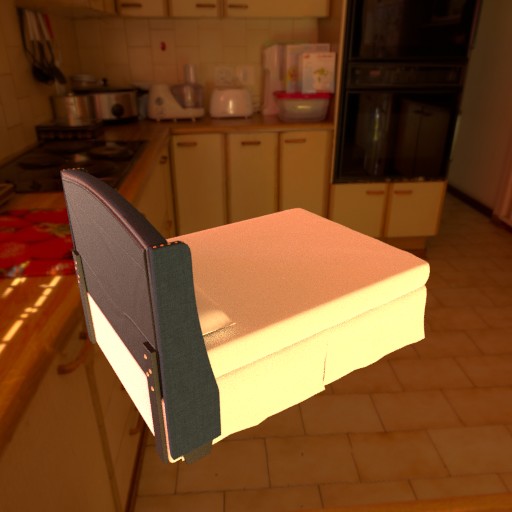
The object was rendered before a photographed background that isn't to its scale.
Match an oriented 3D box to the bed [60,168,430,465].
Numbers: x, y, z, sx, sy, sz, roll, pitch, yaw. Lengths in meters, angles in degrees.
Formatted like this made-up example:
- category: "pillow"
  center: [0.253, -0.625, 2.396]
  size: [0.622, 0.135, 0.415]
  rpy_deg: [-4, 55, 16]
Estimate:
- category: "bed"
  center: [0.000, 0.000, 3.243]
  size: [2.223, 1.402, 1.604]
  rpy_deg: [-17, 30, -31]
